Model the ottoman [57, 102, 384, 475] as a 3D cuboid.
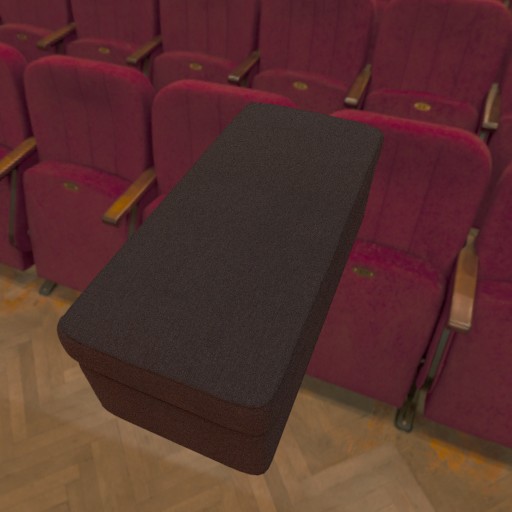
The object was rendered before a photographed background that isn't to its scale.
[{"bbox_3d":[0.000,0.000,1.369,0.515,0.460,1.110,17,49,15],"label":"ottoman"}]
